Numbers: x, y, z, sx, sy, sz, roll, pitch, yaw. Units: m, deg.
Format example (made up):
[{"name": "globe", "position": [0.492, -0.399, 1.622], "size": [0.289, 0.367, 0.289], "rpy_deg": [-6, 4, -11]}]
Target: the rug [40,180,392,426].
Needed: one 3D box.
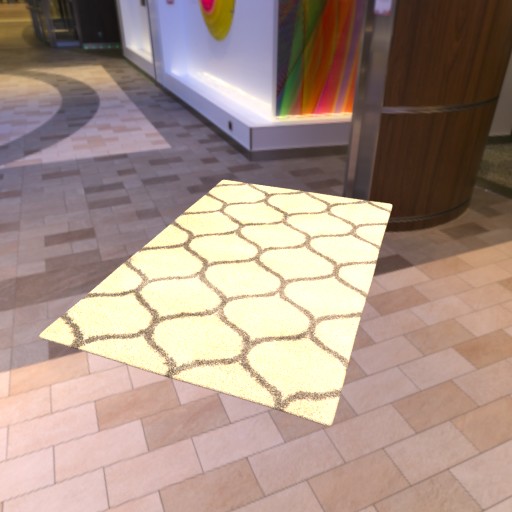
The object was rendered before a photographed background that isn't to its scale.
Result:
[{"name": "rug", "position": [0.000, 0.000, 3.481], "size": [1.801, 0.026, 2.701], "rpy_deg": [11, 33, 18]}]
